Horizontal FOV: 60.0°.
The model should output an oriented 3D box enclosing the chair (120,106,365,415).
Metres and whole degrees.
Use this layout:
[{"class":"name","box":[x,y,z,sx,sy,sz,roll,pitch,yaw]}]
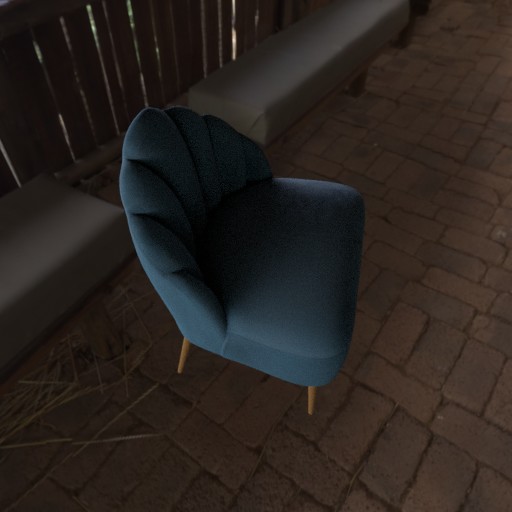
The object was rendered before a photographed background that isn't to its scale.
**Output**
[{"class":"chair","box":[0.000,0.000,1.295,0.599,0.819,0.657,10,48,9]}]
